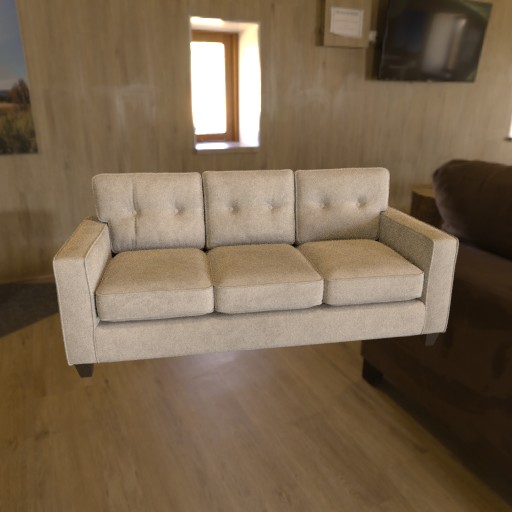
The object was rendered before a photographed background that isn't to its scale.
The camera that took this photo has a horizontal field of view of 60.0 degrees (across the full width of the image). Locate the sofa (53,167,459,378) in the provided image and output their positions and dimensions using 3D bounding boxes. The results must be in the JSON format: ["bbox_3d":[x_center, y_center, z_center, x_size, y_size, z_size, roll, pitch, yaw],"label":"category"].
[{"bbox_3d":[0.000,0.000,2.719,2.133,0.965,0.939,-3,19,-9],"label":"sofa"}]
